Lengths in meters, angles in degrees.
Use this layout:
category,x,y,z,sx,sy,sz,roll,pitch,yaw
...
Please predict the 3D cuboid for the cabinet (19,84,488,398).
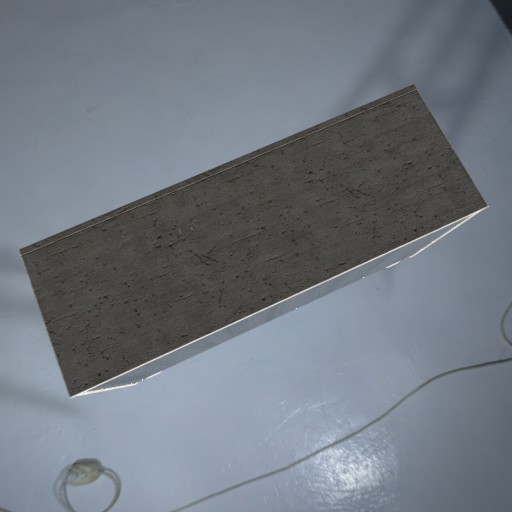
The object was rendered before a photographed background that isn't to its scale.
category,x,y,z,sx,sy,sz,roll,pitch,yaw
cabinet,0.000,0.000,1.851,1.460,0.825,0.511,-24,78,-6
